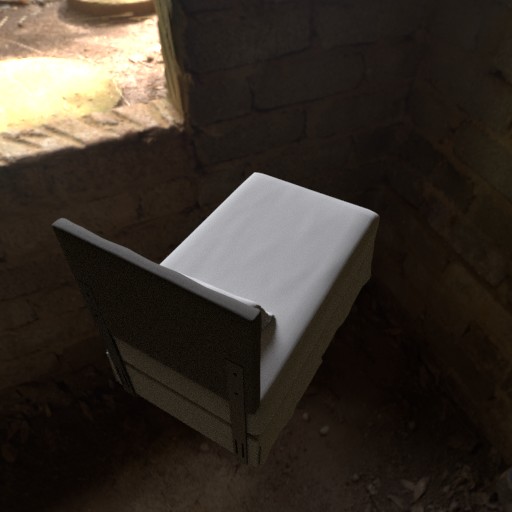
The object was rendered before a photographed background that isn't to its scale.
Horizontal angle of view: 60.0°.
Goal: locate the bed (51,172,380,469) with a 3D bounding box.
[{"bbox_3d":[0.000,0.000,3.061,1.261,1.571,1.997,23,50,21],"label":"bed"}]
